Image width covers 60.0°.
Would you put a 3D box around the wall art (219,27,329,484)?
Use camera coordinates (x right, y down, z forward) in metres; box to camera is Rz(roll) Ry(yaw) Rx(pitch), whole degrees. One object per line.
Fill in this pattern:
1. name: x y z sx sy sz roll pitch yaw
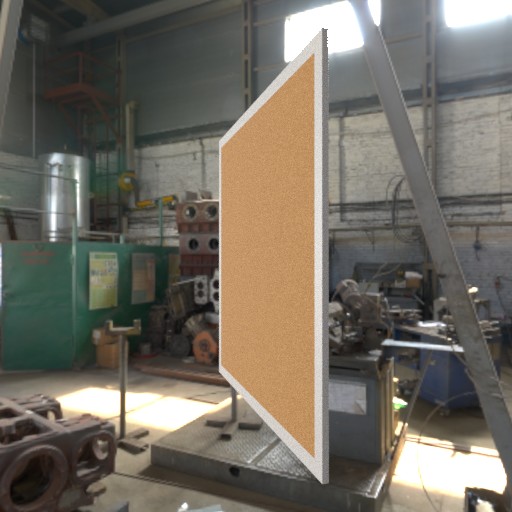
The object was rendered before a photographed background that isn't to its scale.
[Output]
1. wall art: 0.000 0.000 0.808 0.009 0.559 0.558 0 0 -18
